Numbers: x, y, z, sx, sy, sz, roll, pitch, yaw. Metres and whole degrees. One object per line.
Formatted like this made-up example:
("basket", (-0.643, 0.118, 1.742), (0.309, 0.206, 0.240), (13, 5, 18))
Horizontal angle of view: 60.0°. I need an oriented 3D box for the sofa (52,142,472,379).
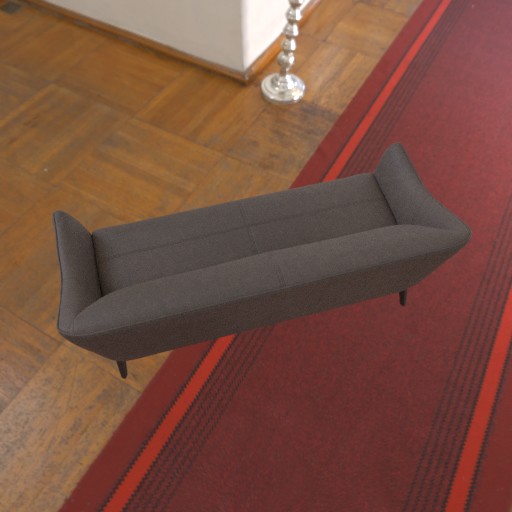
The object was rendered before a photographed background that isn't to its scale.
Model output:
("sofa", (0.000, 0.000, 2.338), (1.928, 0.831, 0.869), (-13, 58, -8))
